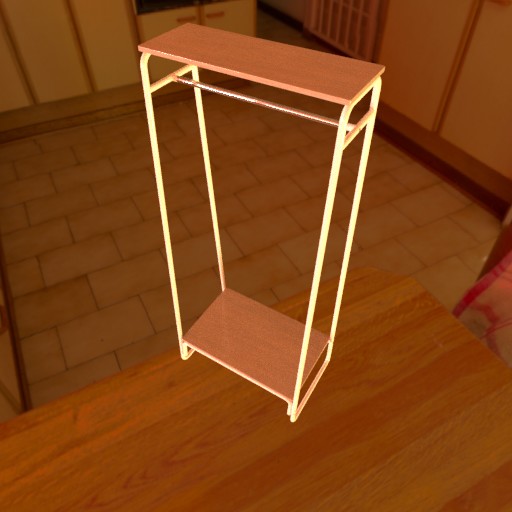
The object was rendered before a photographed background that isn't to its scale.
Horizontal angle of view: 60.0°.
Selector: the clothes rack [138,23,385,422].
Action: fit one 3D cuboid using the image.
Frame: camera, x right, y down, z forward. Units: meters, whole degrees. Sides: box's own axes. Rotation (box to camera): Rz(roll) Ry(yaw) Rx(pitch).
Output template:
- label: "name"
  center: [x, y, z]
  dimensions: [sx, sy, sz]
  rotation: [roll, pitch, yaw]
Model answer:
- label: "clothes rack"
  center: [0.000, 0.000, 1.718]
  dimensions: [0.640, 1.512, 0.400]
  rotation: [23, 49, 22]
